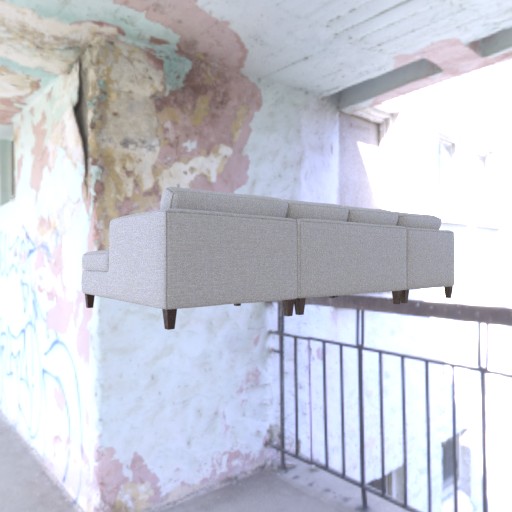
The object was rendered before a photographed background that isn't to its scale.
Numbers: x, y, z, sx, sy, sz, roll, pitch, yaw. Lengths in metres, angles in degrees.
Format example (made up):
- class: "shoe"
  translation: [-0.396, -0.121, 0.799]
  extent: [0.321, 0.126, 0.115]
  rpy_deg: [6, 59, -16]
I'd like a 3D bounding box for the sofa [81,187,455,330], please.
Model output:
- class: "sofa"
  translation: [0.000, 0.000, 4.596]
  extent: [3.403, 0.889, 2.551]
  rpy_deg: [0, 0, -39]
